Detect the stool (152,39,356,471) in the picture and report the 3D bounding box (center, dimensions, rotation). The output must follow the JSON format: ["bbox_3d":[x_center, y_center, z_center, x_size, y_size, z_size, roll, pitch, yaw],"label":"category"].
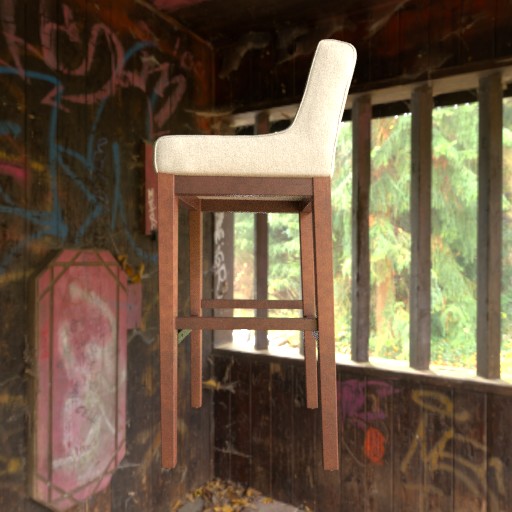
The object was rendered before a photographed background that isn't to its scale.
[{"bbox_3d":[0.000,0.000,1.299,0.500,1.037,0.511,0,0,1],"label":"stool"}]
